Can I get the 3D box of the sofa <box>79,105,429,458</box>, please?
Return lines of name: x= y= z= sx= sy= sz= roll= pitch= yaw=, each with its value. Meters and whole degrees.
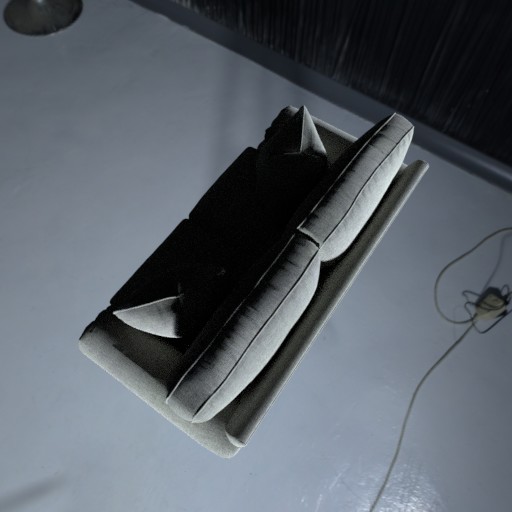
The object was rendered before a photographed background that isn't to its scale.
sofa: x=0.000 y=0.000 z=2.223 sx=0.966 sy=0.966 sz=1.701 roll=32 pitch=68 yaw=15
